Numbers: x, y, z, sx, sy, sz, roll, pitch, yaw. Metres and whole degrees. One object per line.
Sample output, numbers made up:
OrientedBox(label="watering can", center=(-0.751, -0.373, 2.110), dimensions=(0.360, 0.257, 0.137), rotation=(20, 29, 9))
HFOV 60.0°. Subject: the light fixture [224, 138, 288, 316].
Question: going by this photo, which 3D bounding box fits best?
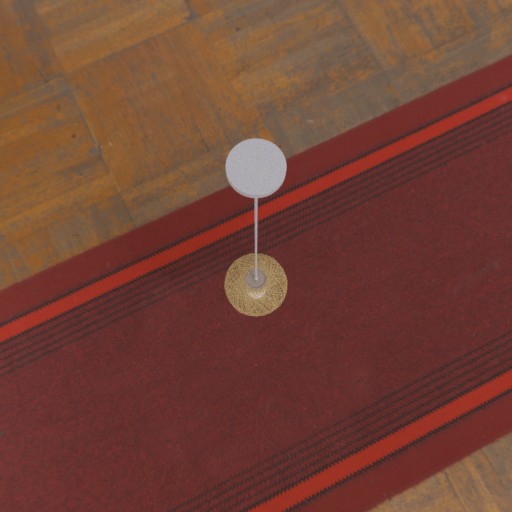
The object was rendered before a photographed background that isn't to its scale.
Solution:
OrientedBox(label="light fixture", center=(0.000, 0.000, 2.100), dimensions=(0.407, 1.955, 0.406), rotation=(18, 77, 4))
